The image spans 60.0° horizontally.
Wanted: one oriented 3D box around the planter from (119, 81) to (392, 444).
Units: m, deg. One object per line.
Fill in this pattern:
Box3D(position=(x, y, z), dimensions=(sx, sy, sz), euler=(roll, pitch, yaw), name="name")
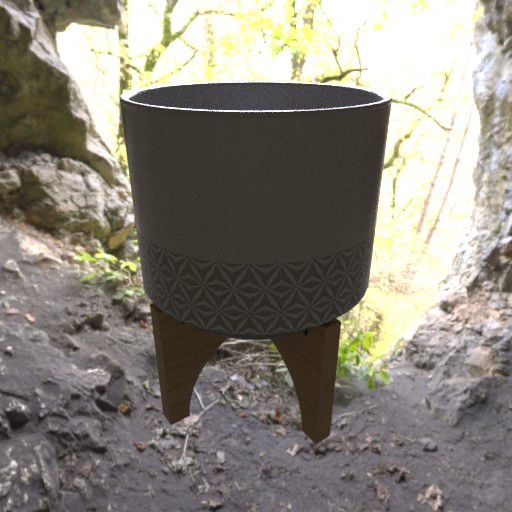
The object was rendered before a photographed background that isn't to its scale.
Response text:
Box3D(position=(0.000, 0.000, 0.373), dimensions=(0.188, 0.260, 0.188), euler=(0, 26, 0), name="planter")
